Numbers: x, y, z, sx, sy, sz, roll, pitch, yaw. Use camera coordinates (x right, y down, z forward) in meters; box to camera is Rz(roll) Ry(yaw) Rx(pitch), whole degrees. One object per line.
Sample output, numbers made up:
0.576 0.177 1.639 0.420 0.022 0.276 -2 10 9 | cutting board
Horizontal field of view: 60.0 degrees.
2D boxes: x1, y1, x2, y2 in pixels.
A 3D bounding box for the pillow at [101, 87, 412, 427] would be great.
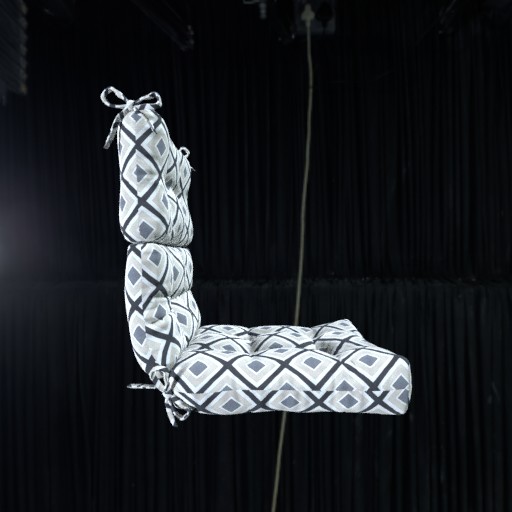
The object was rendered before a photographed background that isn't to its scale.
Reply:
0.000 0.000 1.025 0.571 0.605 0.519 0 0 -1 | pillow
